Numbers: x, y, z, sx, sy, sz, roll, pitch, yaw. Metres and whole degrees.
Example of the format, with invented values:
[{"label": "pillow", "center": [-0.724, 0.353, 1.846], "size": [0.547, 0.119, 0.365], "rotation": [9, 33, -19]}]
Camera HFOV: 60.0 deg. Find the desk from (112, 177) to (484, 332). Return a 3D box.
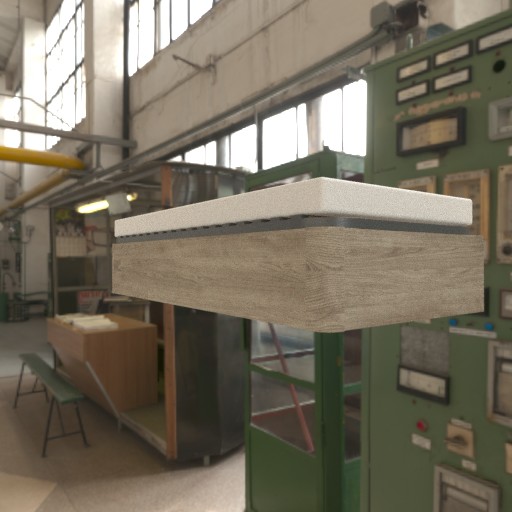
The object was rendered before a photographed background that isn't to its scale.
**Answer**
[{"label": "desk", "center": [0.000, 0.000, 2.286], "size": [0.900, 0.455, 1.900], "rotation": [0, 0, -36]}]
